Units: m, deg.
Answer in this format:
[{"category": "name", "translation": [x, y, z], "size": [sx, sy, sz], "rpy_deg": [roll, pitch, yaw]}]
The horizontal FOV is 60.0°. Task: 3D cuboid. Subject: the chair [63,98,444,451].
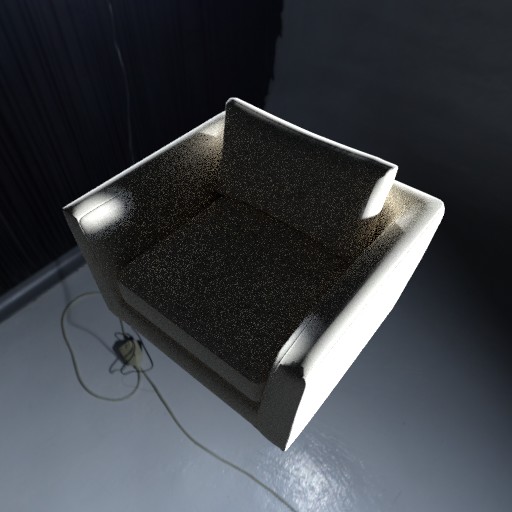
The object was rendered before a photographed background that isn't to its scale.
[{"category": "chair", "translation": [0.000, 0.000, 1.721], "size": [1.041, 0.865, 0.889], "rpy_deg": [31, 55, 25]}]
